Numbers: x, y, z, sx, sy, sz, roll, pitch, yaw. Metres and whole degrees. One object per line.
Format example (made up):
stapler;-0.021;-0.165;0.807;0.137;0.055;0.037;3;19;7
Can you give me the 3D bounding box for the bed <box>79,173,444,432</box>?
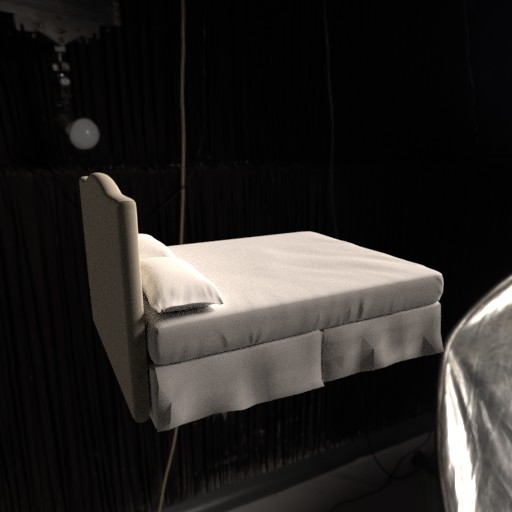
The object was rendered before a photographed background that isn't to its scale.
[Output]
bed;0.000;0.000;3.697;2.477;1.437;1.977;-7;16;-26
